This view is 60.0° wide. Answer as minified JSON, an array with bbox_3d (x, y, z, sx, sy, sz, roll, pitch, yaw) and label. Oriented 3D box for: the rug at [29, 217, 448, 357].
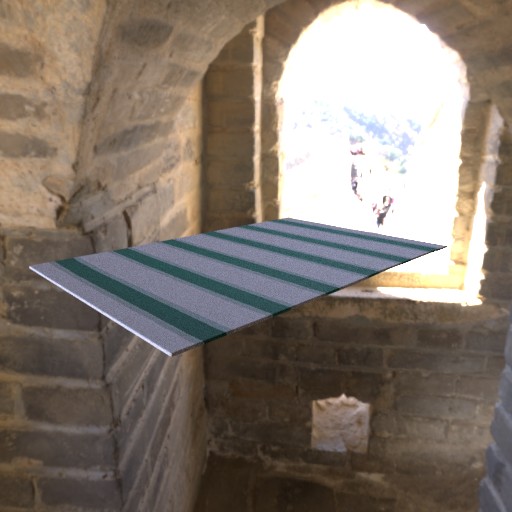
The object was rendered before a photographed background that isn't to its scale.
[{"bbox_3d":[0.000,0.000,2.295,1.829,0.012,1.210,-14,21,-42],"label":"rug"}]
